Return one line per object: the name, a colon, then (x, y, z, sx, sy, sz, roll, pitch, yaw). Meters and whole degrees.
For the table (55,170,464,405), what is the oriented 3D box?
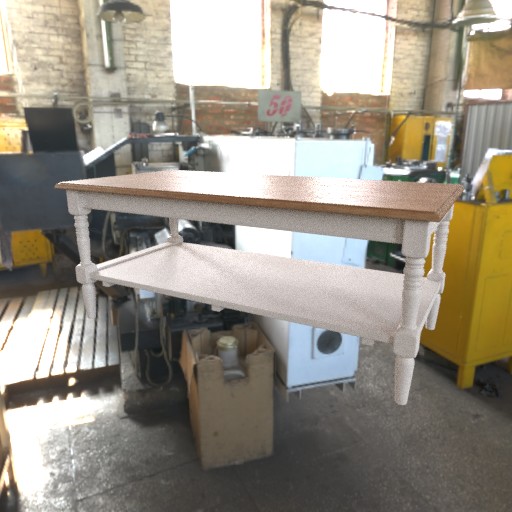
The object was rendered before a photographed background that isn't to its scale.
table: (0.000, 0.000, 1.408, 1.118, 0.458, 0.559, 8, 18, 28)
